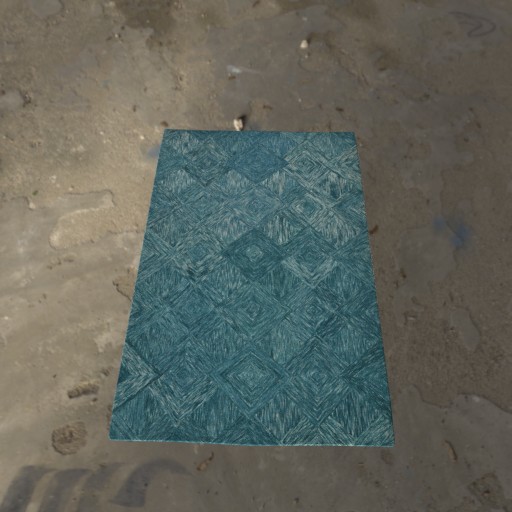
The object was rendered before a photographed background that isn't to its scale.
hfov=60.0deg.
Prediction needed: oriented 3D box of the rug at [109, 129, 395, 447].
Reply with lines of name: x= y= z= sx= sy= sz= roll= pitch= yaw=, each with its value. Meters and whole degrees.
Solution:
rug: x=0.000 y=0.000 z=2.178 sx=1.136 sy=0.017 sz=1.728 roll=1 pitch=59 yaw=1
